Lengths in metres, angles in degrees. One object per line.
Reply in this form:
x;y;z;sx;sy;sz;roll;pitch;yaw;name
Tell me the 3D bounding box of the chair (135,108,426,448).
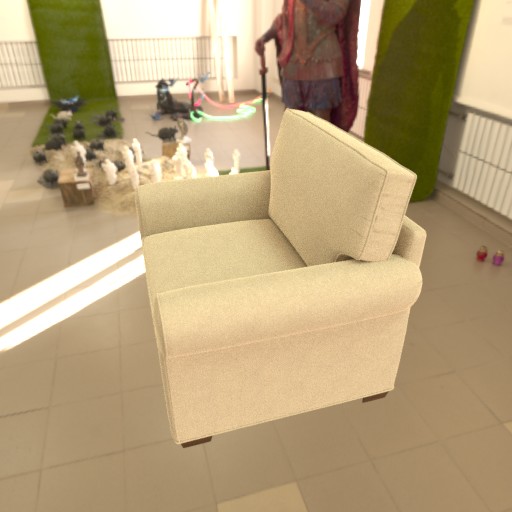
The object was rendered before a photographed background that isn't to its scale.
0.000;0.000;1.762;0.863;0.955;1.040;-9;32;-14;chair
